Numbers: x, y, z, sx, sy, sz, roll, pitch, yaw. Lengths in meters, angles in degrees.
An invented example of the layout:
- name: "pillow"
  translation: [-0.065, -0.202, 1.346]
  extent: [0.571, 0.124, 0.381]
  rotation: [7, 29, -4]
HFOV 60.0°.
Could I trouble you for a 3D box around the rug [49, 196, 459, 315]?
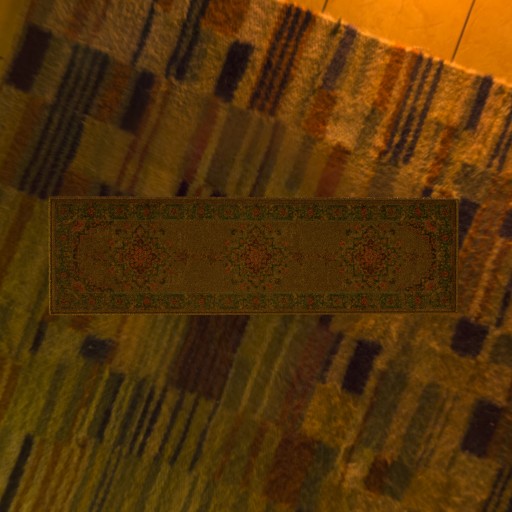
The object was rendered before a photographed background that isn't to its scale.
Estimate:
- name: "rug"
  translation: [0.000, 0.000, 2.483]
  extent: [2.297, 0.019, 0.659]
  rotation: [0, 91, -1]
